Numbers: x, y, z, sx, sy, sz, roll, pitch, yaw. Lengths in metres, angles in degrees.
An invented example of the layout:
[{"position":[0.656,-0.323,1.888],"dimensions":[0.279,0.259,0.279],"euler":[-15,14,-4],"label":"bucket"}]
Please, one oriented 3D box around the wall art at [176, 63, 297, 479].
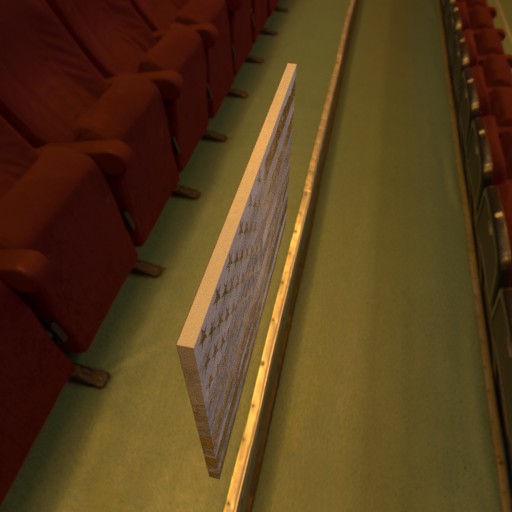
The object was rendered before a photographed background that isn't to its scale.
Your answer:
[{"position":[0.000,0.000,1.164],"dimensions":[0.027,0.610,0.932],"euler":[9,48,8],"label":"wall art"}]
